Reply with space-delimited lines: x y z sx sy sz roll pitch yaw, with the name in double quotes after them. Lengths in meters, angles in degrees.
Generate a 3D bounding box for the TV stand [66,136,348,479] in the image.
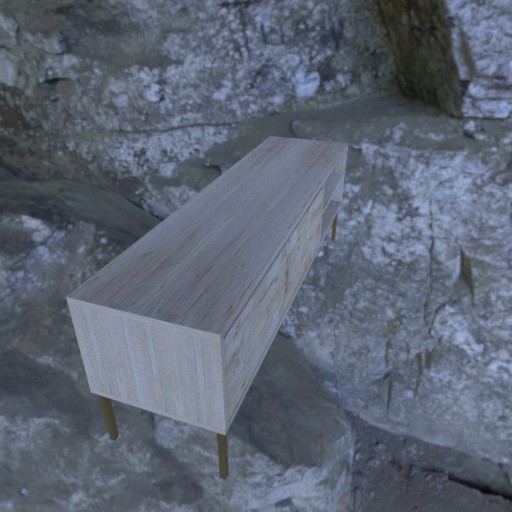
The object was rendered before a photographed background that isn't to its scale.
0.000 0.000 1.829 0.420 0.550 1.600 10 32 17 "TV stand"
